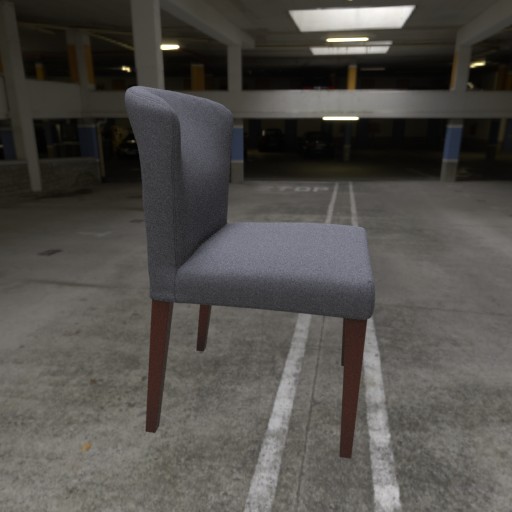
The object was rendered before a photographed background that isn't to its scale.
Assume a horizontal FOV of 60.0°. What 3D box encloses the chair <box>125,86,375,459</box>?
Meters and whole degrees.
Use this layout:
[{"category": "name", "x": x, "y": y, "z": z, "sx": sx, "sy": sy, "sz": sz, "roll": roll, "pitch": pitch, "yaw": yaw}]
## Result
[{"category": "chair", "x": 0.000, "y": 0.000, "z": 1.170, "sx": 0.592, "sy": 0.839, "sz": 0.491, "roll": 3, "pitch": 18, "yaw": 10}]
